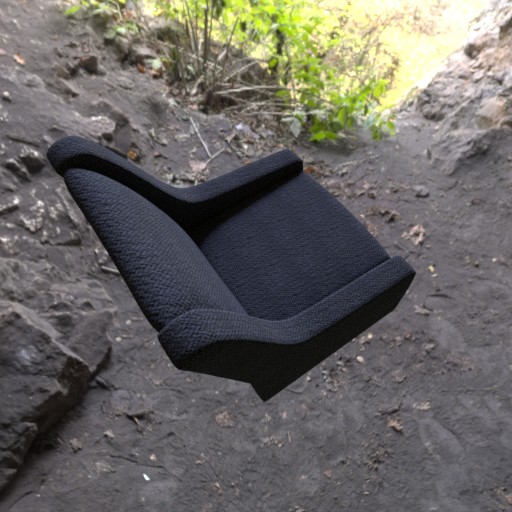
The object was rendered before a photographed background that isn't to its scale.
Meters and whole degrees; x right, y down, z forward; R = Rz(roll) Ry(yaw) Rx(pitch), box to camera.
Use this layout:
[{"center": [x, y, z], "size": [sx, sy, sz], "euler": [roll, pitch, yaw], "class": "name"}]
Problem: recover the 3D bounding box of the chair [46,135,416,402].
[{"center": [0.000, 0.000, 1.647], "size": [0.944, 1.012, 0.793], "euler": [-30, 62, -18], "class": "chair"}]
